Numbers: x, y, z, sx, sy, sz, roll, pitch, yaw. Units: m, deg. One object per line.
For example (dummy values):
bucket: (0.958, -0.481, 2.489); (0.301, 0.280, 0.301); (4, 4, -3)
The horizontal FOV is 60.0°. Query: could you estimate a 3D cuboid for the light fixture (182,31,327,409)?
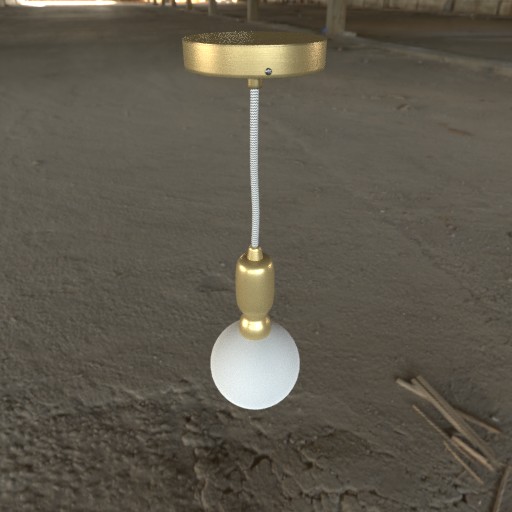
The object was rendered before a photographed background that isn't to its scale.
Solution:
light fixture: (0.000, 0.000, 0.574); (0.146, 0.510, 0.147); (-9, 32, -15)
